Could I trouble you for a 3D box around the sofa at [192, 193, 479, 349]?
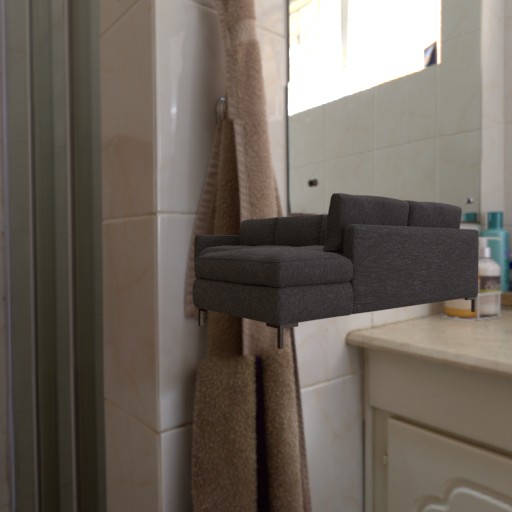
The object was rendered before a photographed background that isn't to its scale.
[{"bbox_3d":[0.000,0.000,3.850,2.007,0.815,2.949,-1,2,-38],"label":"sofa"}]
